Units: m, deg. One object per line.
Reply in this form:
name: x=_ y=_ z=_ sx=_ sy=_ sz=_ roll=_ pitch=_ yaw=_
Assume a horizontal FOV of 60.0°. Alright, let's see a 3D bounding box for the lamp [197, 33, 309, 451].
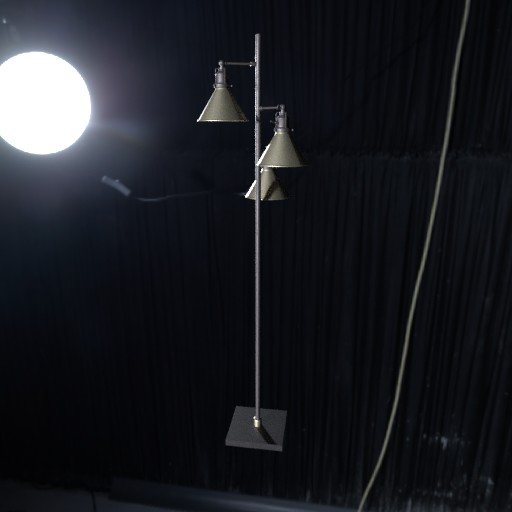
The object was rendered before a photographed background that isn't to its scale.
lamp: x=0.000 y=0.000 z=1.895 sx=0.428 sy=1.716 sz=0.415 roll=2 pitch=17 yaw=8
